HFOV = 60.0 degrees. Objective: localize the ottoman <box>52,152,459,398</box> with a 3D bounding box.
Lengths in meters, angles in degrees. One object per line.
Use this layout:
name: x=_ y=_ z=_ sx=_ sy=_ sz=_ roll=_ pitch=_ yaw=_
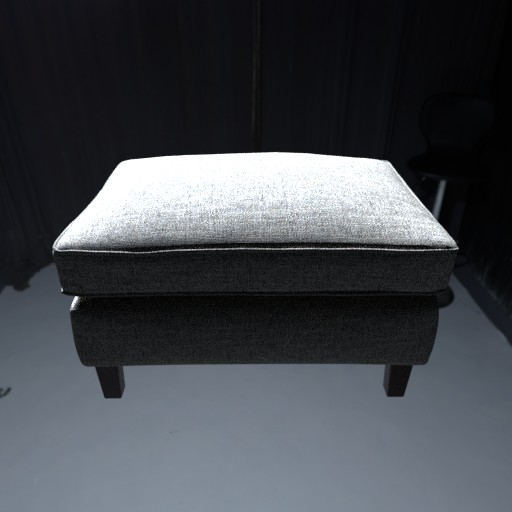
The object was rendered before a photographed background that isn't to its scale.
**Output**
ottoman: x=0.000 y=0.000 z=0.984 sx=0.686 sy=0.406 sz=0.508 roll=0 pitch=30 yaw=0
